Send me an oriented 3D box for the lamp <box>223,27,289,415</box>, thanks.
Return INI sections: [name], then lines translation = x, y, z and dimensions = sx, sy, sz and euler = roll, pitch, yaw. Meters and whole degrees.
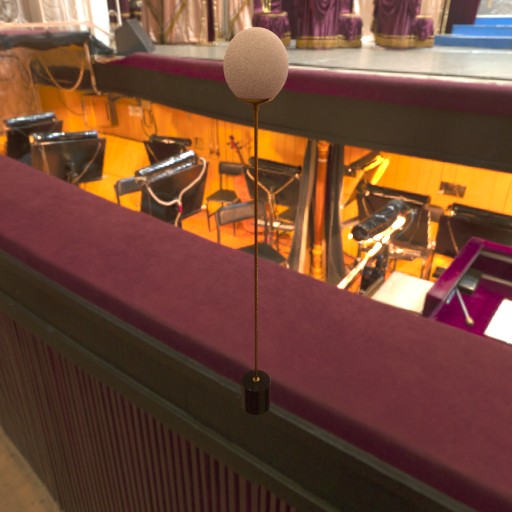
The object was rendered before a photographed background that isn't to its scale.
[lamp]
translation = 0.000, 0.000, 1.905
dimensions = 0.229, 1.748, 0.229
euler = 19, 33, 31
